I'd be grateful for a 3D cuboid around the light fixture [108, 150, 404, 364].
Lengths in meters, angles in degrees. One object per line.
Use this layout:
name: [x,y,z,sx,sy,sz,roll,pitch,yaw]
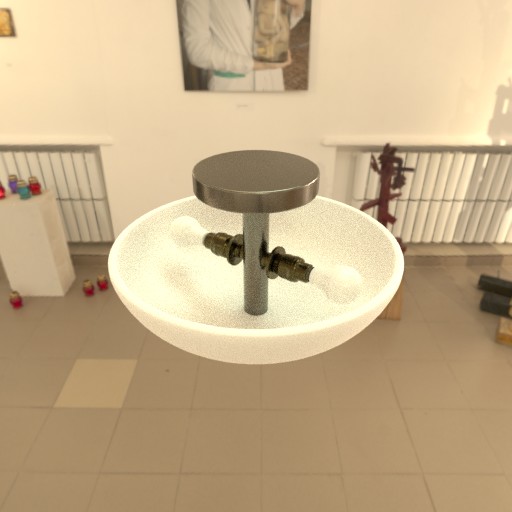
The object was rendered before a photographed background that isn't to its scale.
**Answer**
light fixture: [0.000,0.000,0.522,0.330,0.214,0.330,0,30,0]
